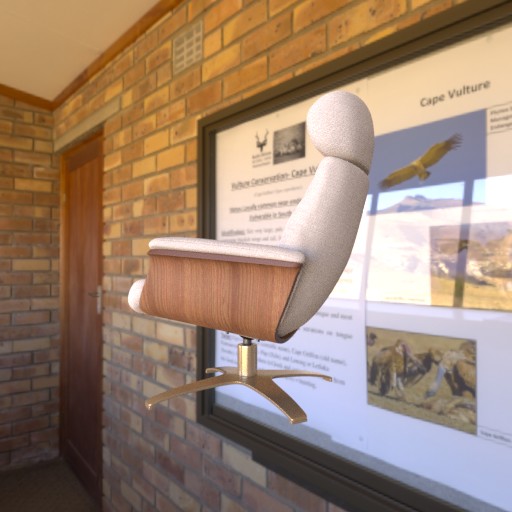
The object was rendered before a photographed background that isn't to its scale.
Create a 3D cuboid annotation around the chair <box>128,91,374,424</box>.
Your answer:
[{"bbox_3d":[0.000,0.000,1.613,0.837,0.995,0.785,0,-1,18],"label":"chair"}]
